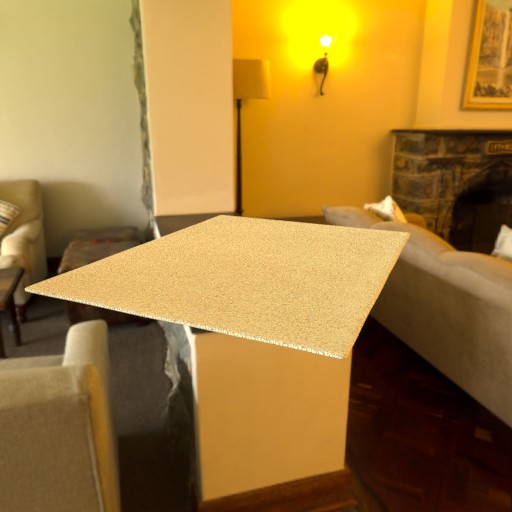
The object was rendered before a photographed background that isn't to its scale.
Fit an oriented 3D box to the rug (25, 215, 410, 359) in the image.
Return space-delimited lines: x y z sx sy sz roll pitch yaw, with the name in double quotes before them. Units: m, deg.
"rug" 0.000 0.000 4.153 2.438 0.029 3.047 8 18 24
